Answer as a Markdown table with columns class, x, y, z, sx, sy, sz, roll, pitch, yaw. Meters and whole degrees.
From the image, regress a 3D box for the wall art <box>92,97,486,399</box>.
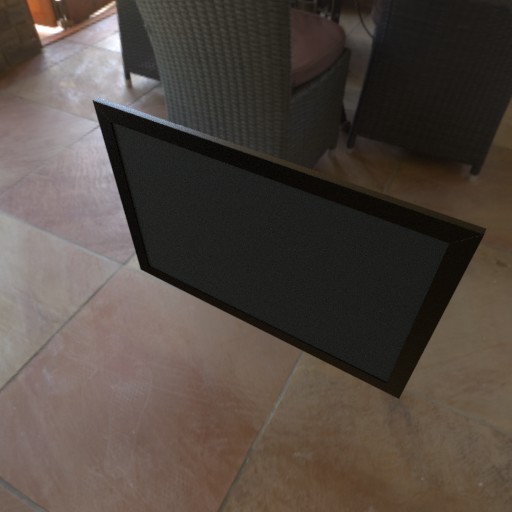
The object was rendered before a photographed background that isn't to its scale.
| class | x | y | z | sx | sy | sz | roll | pitch | yaw |
| --- | --- | --- | --- | --- | --- | --- | --- | --- | --- |
| wall art | 0.000 | 0.000 | 0.826 | 0.660 | 0.447 | 0.013 | 23 | 51 | 21 |
